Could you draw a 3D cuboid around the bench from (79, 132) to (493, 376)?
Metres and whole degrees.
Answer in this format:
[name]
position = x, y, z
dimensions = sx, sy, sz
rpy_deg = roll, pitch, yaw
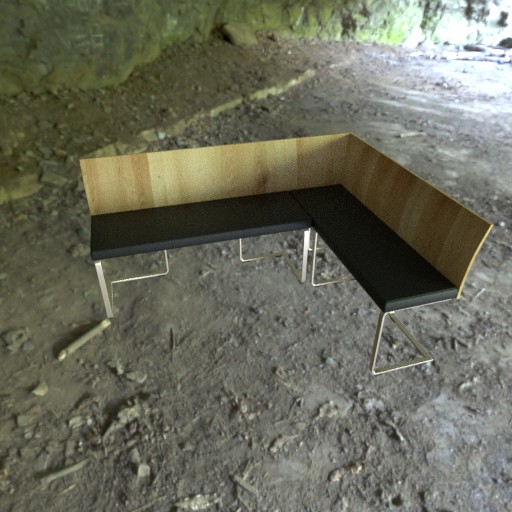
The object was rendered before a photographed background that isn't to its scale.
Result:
[bench]
position = 0.000, 0.000, 2.756
dimensions = 1.945, 0.930, 1.495
rpy_deg = -9, 34, -14
